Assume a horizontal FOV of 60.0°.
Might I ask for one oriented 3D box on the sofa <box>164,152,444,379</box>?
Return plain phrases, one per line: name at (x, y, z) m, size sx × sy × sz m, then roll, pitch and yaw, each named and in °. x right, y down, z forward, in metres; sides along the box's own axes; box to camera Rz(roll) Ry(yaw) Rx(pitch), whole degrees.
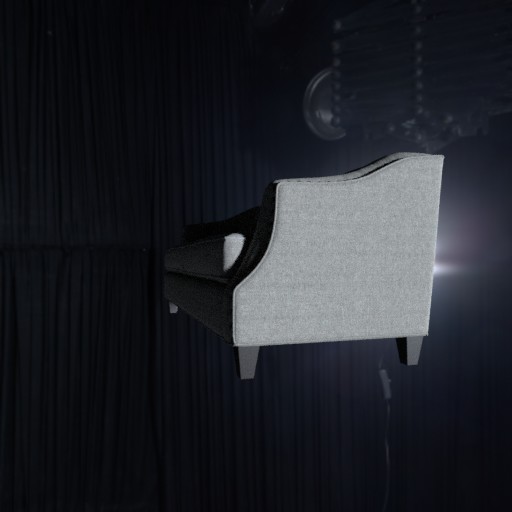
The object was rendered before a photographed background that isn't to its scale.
sofa at (0.000, 0.000, 2.721) m, size 0.914 × 0.901 × 2.235 m, roll 0°, pitch -1°, yaw -18°
